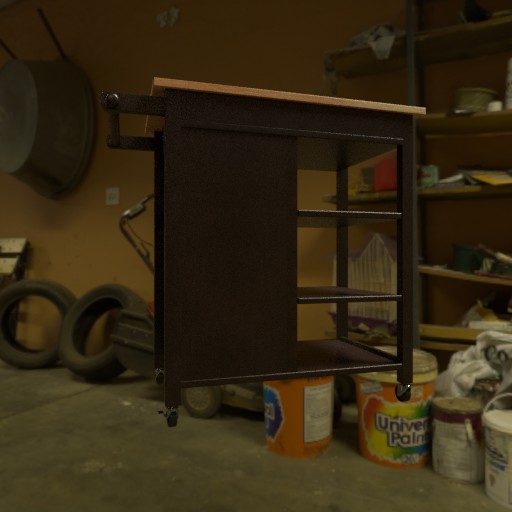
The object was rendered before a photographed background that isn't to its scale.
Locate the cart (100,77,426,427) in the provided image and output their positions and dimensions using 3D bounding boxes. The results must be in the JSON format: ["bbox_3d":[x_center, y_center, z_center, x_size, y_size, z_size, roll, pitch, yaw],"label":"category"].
[{"bbox_3d":[0.000,0.000,1.408,0.914,0.878,0.472,0,0,-17],"label":"cart"}]
